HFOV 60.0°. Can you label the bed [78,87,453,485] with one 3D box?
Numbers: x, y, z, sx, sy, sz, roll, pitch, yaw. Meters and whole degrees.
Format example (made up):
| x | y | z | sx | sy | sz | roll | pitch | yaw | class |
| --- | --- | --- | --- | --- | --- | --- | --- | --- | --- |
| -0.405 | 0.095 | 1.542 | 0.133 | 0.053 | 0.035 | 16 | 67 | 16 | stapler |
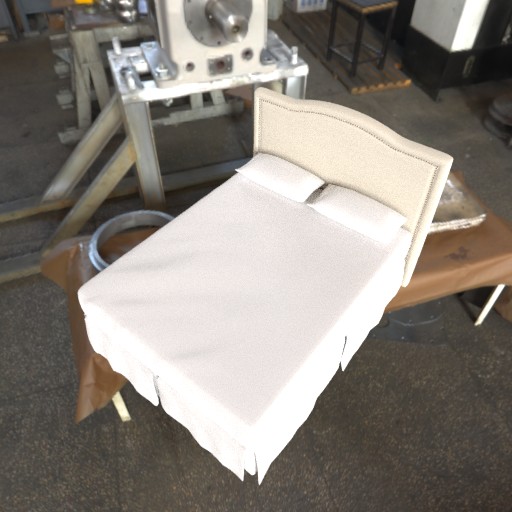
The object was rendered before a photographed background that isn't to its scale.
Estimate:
| x | y | z | sx | sy | sz | roll | pitch | yaw | class |
| --- | --- | --- | --- | --- | --- | --- | --- | --- | --- |
| 0.000 | 0.000 | 3.233 | 1.741 | 1.449 | 2.196 | 30 | 53 | 25 | bed |
